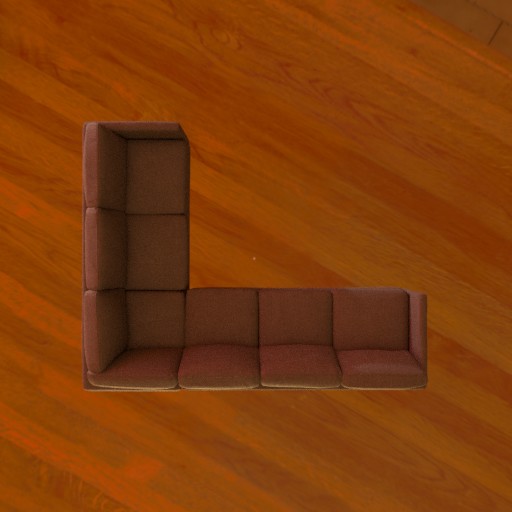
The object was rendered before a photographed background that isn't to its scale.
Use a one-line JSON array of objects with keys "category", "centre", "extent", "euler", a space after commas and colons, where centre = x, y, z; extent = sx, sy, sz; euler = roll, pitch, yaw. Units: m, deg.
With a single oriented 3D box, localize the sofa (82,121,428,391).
[{"category": "sofa", "centre": [0.000, 0.000, 4.435], "extent": [3.302, 0.947, 2.593], "euler": [0, 90, 0]}]
